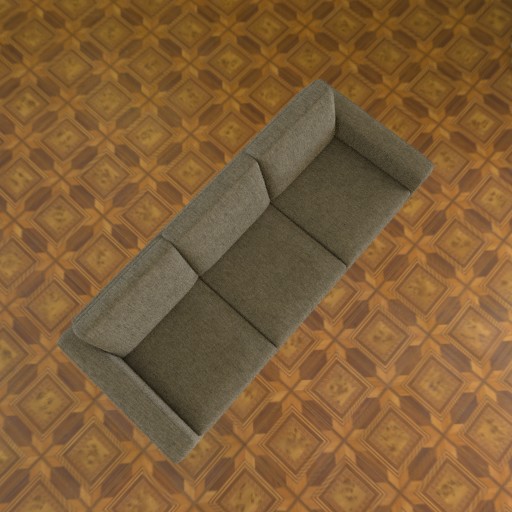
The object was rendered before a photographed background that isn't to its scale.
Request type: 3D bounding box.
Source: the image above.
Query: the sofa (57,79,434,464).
[{"bbox_3d":[0.000,0.000,2.577,0.900,0.800,2.160,41,79,10],"label":"sofa"}]
